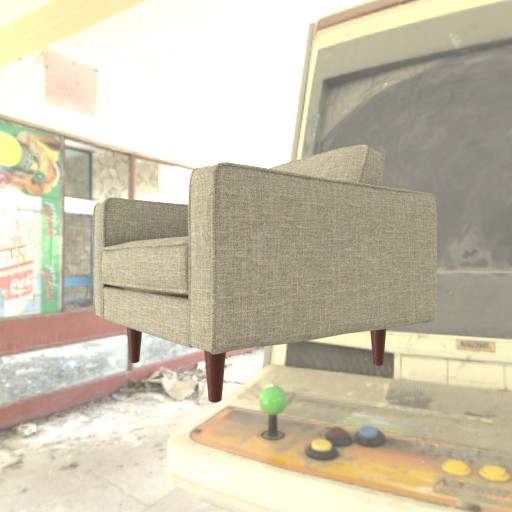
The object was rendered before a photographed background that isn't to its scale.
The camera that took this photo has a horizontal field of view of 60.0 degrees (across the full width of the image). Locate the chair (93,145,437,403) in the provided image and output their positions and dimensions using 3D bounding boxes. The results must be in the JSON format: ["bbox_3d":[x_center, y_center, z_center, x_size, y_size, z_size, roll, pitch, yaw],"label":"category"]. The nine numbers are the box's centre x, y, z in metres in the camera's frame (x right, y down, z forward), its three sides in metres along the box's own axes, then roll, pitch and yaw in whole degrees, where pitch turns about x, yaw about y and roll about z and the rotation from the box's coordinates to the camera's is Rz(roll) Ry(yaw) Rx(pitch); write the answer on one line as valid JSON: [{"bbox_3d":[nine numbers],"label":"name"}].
[{"bbox_3d":[0.000,0.000,1.582,0.914,0.765,0.889,0,-1,-37],"label":"chair"}]
